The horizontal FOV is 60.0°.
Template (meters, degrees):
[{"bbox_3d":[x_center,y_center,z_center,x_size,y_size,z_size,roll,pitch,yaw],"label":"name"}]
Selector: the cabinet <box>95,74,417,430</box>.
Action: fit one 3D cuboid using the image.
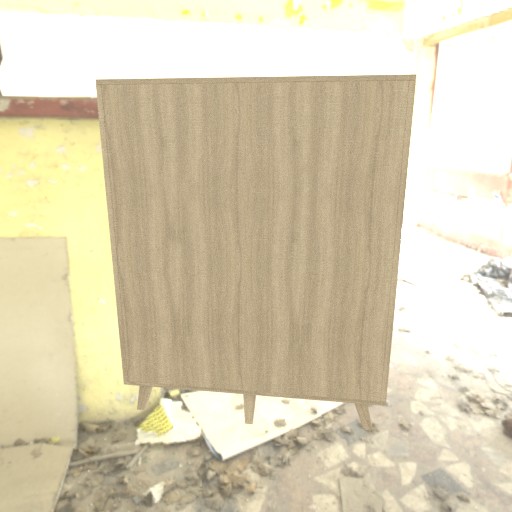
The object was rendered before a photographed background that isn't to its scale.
[{"bbox_3d":[0.000,0.000,1.895,1.111,1.388,0.398,2,16,8],"label":"cabinet"}]
